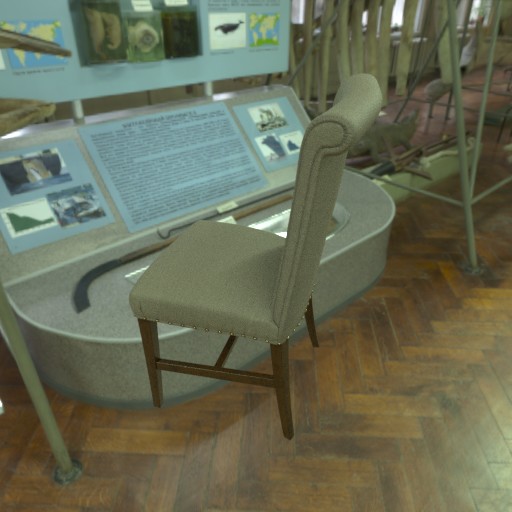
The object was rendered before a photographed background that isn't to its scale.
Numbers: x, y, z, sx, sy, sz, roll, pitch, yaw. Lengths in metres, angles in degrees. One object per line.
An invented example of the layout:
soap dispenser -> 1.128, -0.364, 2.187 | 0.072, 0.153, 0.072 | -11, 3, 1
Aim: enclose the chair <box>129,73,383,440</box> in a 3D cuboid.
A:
chair -> 0.000, 0.000, 1.342 | 0.608, 0.988, 0.513 | 9, 33, 15
